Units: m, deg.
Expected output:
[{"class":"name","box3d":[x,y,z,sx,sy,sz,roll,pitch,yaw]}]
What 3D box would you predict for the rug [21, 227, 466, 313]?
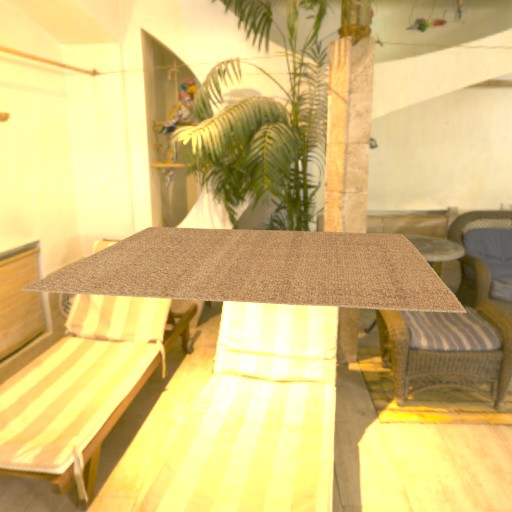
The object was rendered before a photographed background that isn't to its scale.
[{"class":"rug","box3d":[0.000,0.000,4.100,3.048,0.013,2.439,2,15,8]}]
